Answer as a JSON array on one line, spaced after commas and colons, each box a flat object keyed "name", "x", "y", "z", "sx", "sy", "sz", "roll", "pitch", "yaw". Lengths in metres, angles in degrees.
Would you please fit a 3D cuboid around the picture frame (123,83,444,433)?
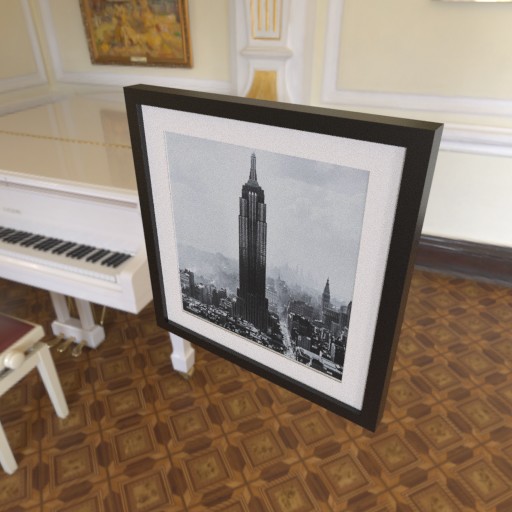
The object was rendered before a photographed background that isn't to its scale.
[{"name": "picture frame", "x": 0.000, "y": 0.000, "z": 0.528, "sx": 0.355, "sy": 0.353, "sz": 0.029, "roll": 19, "pitch": 35, "yaw": 29}]
